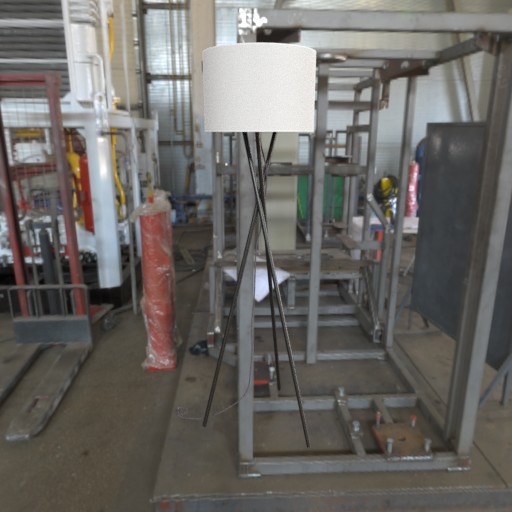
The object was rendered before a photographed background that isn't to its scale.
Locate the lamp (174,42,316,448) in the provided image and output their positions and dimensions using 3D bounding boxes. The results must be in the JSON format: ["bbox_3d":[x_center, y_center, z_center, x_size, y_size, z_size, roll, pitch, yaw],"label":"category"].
[{"bbox_3d":[0.000,0.000,1.948,0.667,1.624,0.522,14,21,40],"label":"lamp"}]
